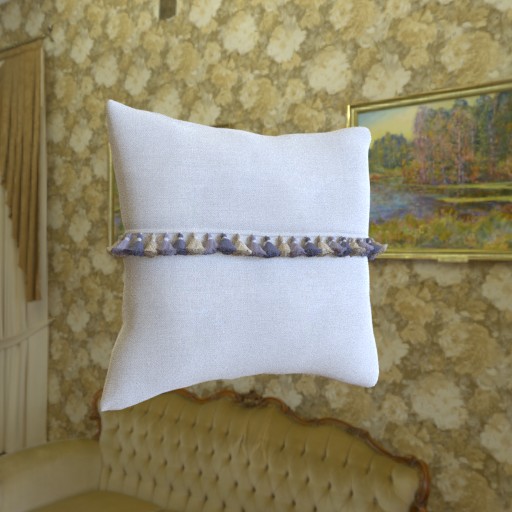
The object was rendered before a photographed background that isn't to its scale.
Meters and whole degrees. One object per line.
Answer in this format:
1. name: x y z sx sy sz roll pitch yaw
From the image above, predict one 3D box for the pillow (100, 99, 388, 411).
1. pillow: 0.000 0.000 0.737 0.489 0.481 0.165 0 -1 -18
